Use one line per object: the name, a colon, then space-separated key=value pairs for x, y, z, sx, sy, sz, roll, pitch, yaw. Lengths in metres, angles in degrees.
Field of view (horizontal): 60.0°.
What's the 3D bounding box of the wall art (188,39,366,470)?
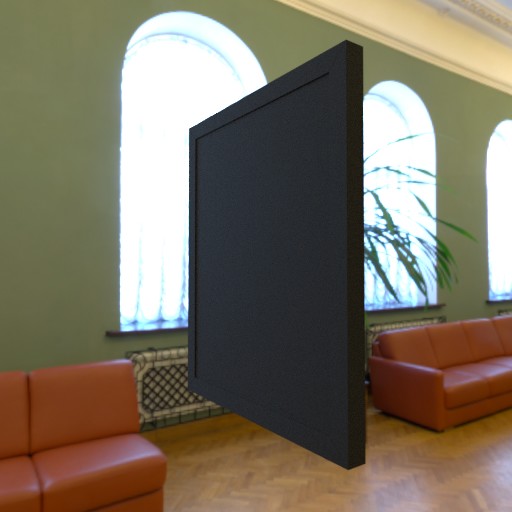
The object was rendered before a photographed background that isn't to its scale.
wall art: x=0.000 y=0.000 z=0.770 sx=0.033 sy=0.559 sz=0.457 roll=1 pitch=-2 yaw=-35
